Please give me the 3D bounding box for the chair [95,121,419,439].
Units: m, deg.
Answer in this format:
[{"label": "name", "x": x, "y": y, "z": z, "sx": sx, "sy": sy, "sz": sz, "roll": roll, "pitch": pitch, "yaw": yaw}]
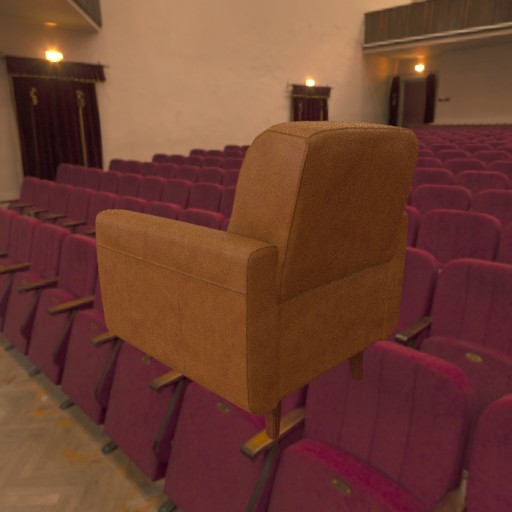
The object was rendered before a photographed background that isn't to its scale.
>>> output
[{"label": "chair", "x": 0.000, "y": 0.000, "z": 1.675, "sx": 0.845, "sy": 0.968, "sz": 0.942, "roll": -15, "pitch": 22, "yaw": -42}]
